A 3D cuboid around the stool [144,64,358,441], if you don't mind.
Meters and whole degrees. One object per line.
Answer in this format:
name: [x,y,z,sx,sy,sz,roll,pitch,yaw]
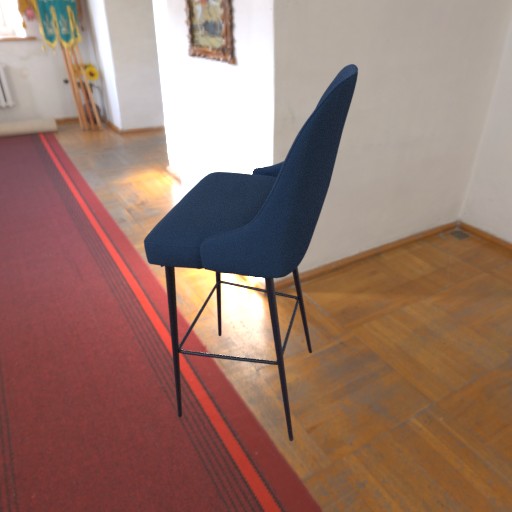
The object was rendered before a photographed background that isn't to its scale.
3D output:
stool: [0.000,0.000,1.359,0.489,1.079,0.527,8,32,12]
